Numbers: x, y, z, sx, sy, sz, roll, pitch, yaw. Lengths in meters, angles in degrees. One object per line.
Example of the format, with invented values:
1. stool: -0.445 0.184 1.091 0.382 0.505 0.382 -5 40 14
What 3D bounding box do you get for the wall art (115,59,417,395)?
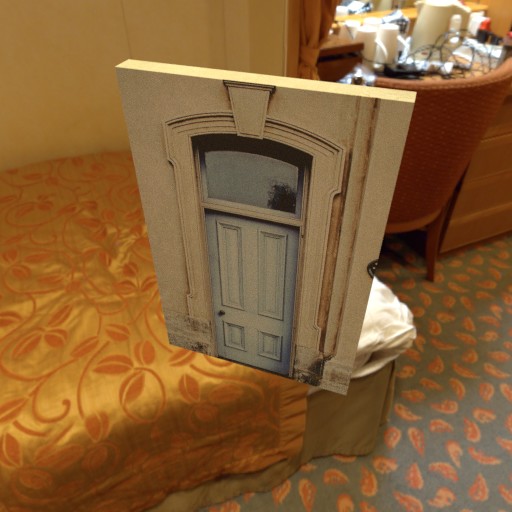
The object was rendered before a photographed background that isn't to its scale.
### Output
1. wall art: 0.000 0.000 0.775 0.403 0.607 0.036 13 42 14
